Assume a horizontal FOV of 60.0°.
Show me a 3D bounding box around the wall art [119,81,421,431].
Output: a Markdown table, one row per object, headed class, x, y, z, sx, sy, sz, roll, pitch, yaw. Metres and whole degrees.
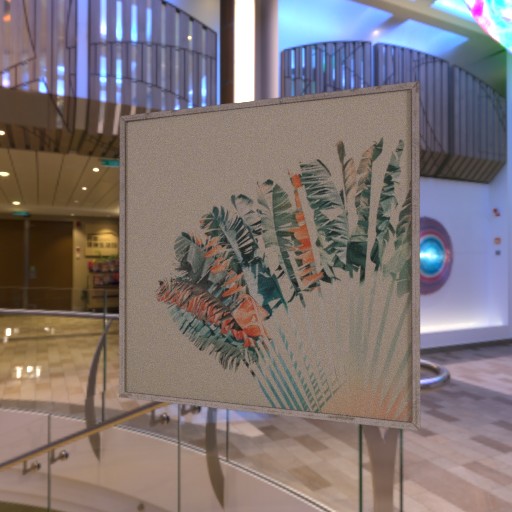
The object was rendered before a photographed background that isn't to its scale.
| class | x | y | z | sx | sy | sz | roll | pitch | yaw |
| --- | --- | --- | --- | --- | --- | --- | --- | --- | --- |
| wall art | 0.000 | 0.000 | 0.733 | 0.508 | 0.506 | 0.029 | 0 | -1 | 18 |
